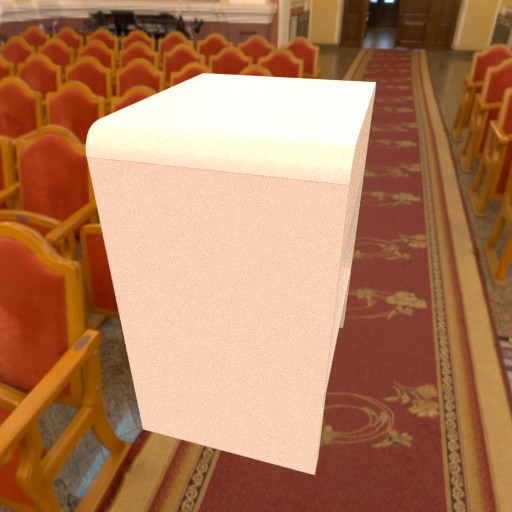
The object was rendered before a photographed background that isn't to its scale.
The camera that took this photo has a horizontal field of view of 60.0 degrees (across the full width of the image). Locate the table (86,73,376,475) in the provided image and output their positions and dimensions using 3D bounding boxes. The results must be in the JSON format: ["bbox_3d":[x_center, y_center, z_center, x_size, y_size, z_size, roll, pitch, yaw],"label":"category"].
[{"bbox_3d":[0.000,0.000,0.859,0.350,0.590,0.450,9,33,14],"label":"table"}]
